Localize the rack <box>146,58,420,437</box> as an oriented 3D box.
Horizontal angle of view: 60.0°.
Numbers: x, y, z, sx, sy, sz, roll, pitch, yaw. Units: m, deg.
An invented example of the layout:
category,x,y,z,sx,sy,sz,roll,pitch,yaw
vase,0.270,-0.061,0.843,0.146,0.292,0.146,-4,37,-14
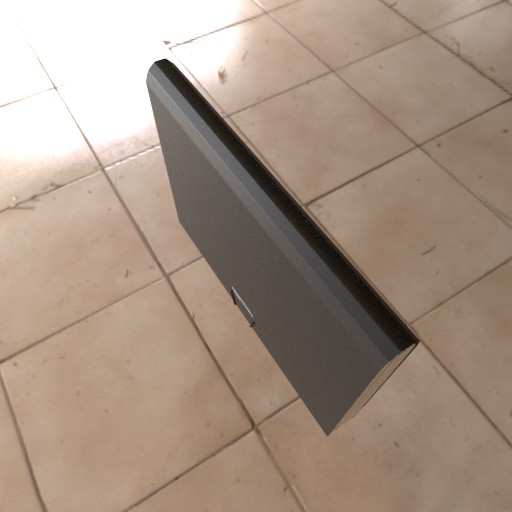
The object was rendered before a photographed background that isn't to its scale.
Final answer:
category,x,y,z,sx,sy,sz,roll,pitch,yaw
rack,0.000,0.000,0.439,0.041,0.241,0.330,-29,63,-17
